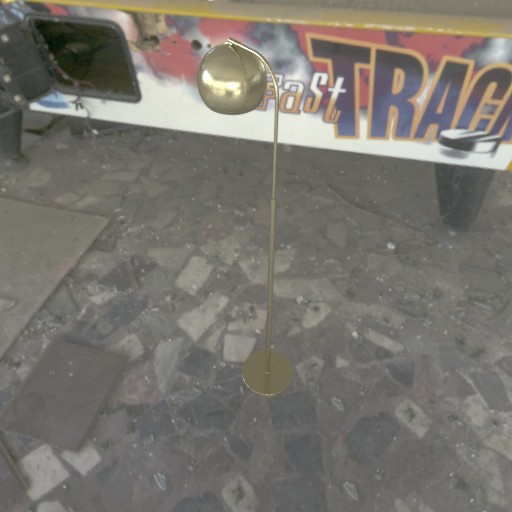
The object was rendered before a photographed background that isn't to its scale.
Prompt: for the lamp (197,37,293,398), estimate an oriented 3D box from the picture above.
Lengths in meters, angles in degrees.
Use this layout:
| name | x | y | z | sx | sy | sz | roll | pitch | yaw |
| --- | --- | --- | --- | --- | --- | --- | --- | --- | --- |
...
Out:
| name | x | y | z | sx | sy | sz | roll | pitch | yaw |
| --- | --- | --- | --- | --- | --- | --- | --- | --- | --- |
| lamp | 0.000 | 0.000 | 1.698 | 0.250 | 1.526 | 0.431 | -29 | 52 | -26 |
